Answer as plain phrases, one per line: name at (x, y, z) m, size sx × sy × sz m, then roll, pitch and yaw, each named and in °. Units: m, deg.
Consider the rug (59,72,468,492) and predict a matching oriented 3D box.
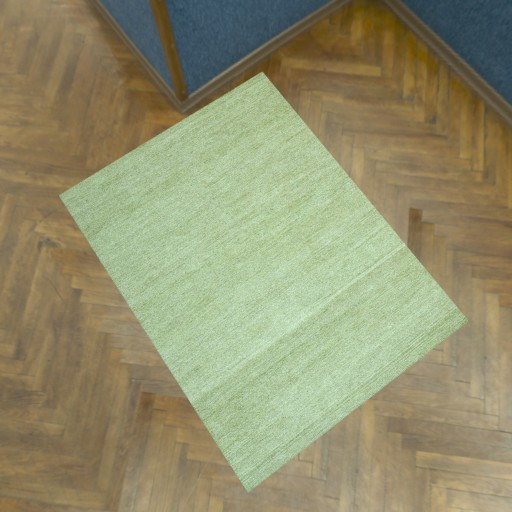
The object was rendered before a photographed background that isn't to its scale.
rug at (0.000, 0.000, 4.144) m, size 2.425 × 0.016 × 3.198 m, roll -34°, pitch 78°, yaw -9°
